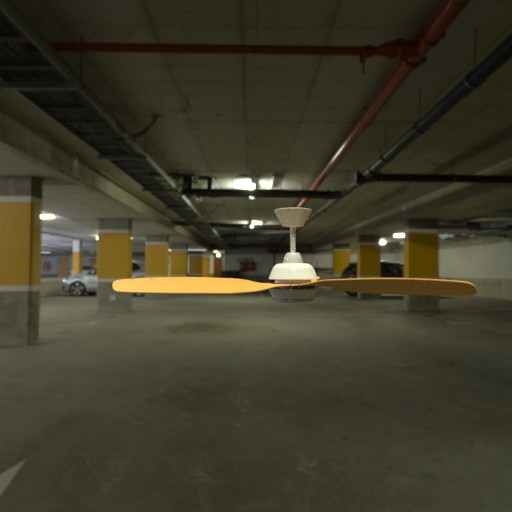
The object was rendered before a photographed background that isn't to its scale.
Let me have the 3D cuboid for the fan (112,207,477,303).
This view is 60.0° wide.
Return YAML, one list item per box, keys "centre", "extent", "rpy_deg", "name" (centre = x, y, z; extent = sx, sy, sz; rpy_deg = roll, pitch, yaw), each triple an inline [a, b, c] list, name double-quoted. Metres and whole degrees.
- centre: [0.000, 0.000, 1.643]
  extent: [1.010, 0.355, 1.142]
  rpy_deg: [1, -2, -19]
  name: "fan"
